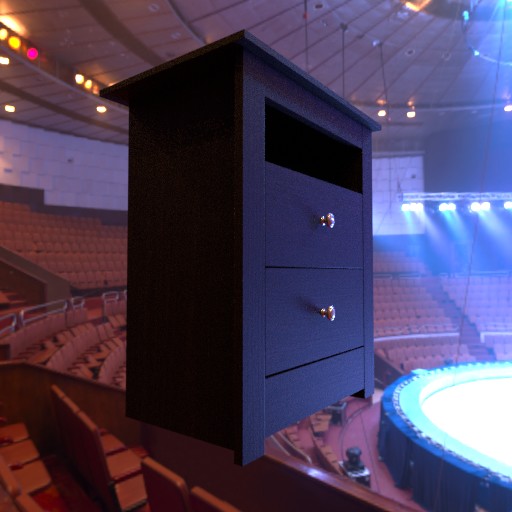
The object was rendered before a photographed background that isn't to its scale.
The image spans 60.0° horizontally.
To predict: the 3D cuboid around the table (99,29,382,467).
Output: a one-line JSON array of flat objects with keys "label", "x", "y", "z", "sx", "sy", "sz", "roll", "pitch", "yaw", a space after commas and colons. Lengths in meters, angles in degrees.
[{"label": "table", "x": 0.000, "y": 0.000, "z": 1.062, "sx": 0.406, "sy": 0.711, "sz": 0.591, "roll": -2, "pitch": -3, "yaw": 37}]
